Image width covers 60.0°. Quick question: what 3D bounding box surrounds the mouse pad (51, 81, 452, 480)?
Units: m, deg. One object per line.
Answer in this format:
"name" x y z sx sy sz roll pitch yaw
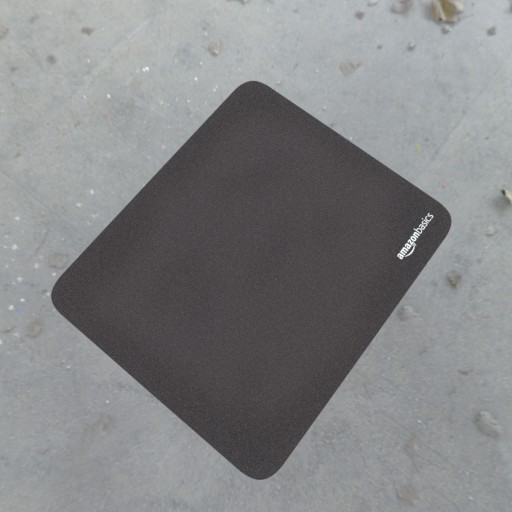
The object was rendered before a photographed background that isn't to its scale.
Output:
"mouse pad" 0.000 0.000 0.339 0.211 0.002 0.249 37 78 10
